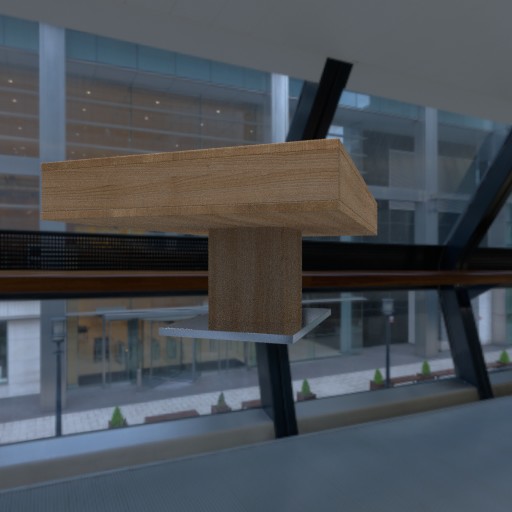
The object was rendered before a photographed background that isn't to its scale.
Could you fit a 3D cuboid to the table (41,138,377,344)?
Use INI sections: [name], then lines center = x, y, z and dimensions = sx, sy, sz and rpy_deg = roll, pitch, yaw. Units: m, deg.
[table]
center = 0.000, 0.000, 1.453
dimensions = 0.700, 0.440, 1.100
rpy_deg = 0, 0, 19
